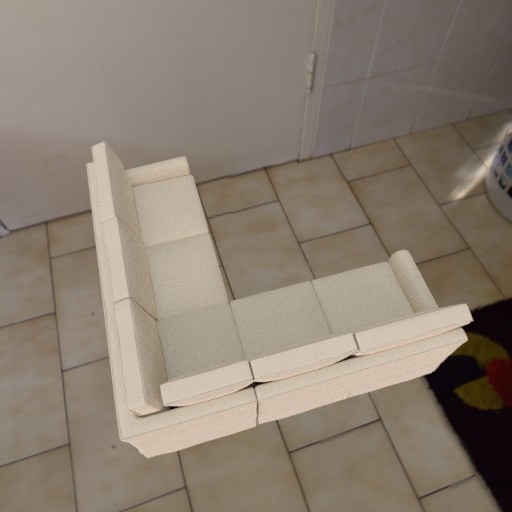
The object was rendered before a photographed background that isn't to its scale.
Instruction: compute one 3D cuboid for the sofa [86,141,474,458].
[{"bbox_3d":[0.000,0.000,3.957,2.591,1.070,2.597,-14,59,-8],"label":"sofa"}]
